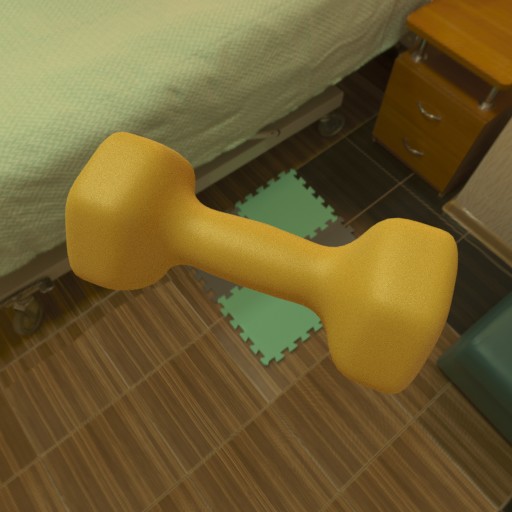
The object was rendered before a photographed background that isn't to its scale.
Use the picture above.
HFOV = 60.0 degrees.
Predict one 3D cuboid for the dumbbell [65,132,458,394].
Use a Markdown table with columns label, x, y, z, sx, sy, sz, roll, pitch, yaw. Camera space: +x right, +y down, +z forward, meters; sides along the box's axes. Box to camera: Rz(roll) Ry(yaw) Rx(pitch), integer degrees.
| label | x | y | z | sx | sy | sz | roll | pitch | yaw |
| --- | --- | --- | --- | --- | --- | --- | --- | --- | --- |
| dumbbell | 0.000 | 0.000 | 0.234 | 0.190 | 0.082 | 0.090 | 19 | 64 | 10 |
